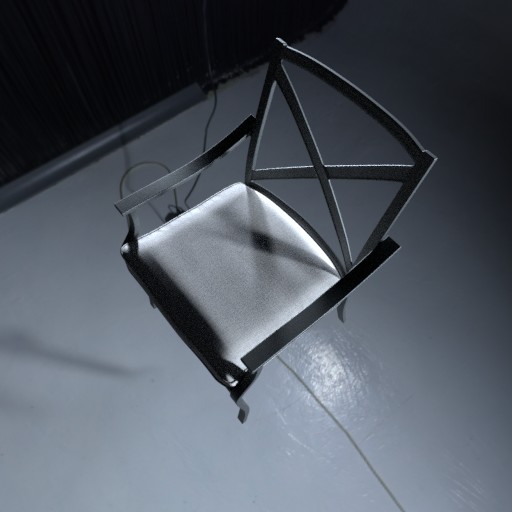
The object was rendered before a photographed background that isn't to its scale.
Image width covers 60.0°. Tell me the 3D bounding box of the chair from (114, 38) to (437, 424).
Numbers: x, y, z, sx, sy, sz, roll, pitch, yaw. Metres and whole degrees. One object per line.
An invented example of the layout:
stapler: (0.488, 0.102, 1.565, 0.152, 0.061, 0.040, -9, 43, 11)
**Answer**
chair: (0.000, 0.000, 1.287, 0.620, 0.889, 0.575, -36, 67, -18)
